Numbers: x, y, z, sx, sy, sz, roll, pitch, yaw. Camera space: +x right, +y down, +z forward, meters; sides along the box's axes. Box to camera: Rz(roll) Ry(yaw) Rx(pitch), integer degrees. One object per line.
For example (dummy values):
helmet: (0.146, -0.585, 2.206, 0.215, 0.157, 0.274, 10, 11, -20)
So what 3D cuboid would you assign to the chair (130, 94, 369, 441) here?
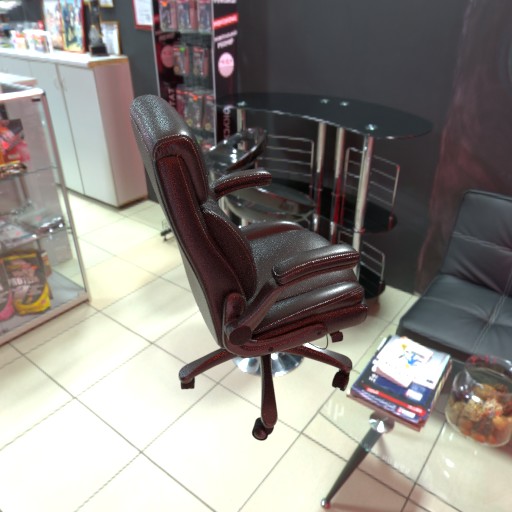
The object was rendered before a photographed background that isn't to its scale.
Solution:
chair: (0.000, 0.000, 1.622, 0.724, 1.110, 0.782, -10, 32, -17)
